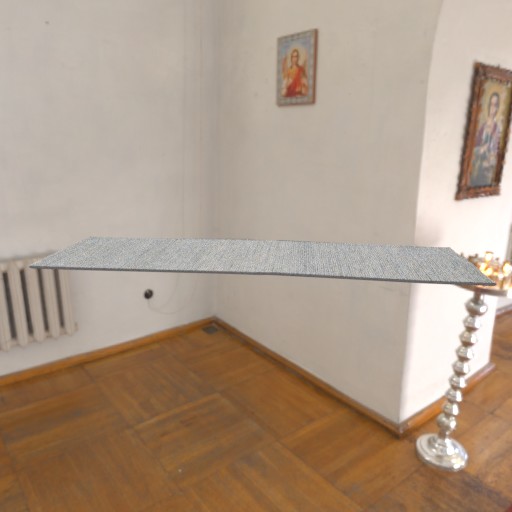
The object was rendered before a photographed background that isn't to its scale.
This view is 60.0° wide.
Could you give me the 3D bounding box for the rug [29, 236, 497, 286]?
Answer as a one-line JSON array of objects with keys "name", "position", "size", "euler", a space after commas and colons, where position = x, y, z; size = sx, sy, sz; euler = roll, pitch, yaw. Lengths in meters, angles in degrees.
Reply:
[{"name": "rug", "position": [0.000, 0.000, 2.521], "size": [2.341, 0.037, 0.675], "euler": [2, 16, 7]}]
